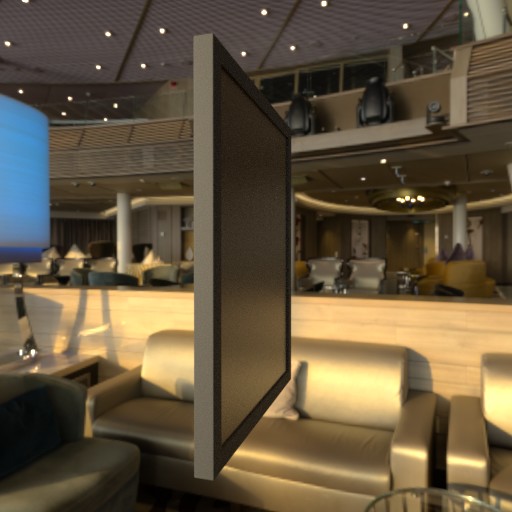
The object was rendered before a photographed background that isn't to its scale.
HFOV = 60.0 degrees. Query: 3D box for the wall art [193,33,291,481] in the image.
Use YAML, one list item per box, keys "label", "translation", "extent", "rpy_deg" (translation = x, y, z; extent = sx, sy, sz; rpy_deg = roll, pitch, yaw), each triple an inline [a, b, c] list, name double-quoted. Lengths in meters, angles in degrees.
- label: "wall art"
  translation: [0.000, 0.000, 0.774]
  extent: [0.028, 0.558, 0.457]
  rpy_deg: [0, 1, 17]
